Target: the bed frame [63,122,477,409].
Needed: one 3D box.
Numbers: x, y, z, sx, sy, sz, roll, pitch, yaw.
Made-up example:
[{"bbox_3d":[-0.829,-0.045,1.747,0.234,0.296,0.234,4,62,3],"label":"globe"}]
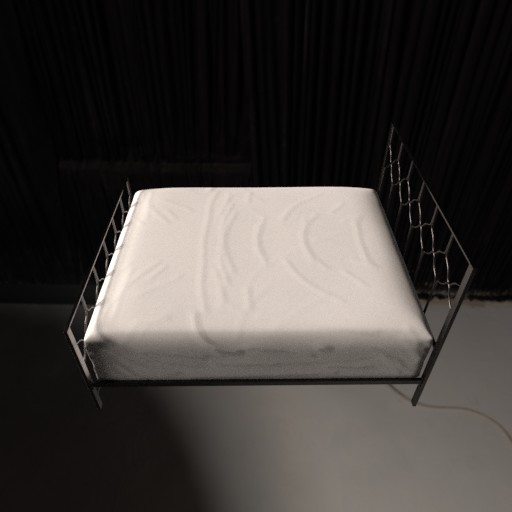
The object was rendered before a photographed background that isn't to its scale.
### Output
[{"bbox_3d":[0.000,0.000,3.072,2.063,1.222,1.597,0,41,0],"label":"bed frame"}]
